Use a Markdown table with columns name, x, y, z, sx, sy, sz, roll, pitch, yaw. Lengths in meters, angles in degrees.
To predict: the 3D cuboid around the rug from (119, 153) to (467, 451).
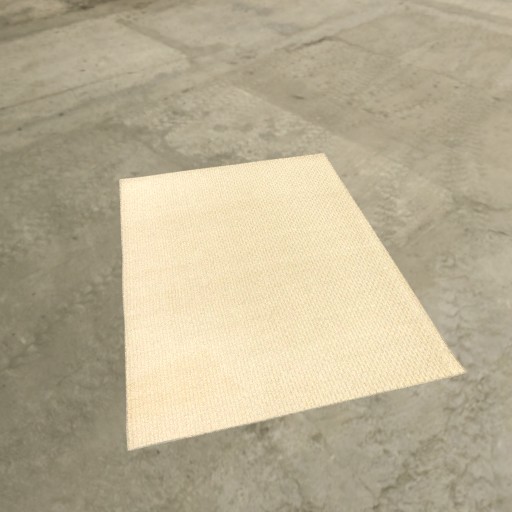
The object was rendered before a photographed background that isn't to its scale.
| name | x | y | z | sx | sy | sz | roll | pitch | yaw |
| --- | --- | --- | --- | --- | --- | --- | --- | --- | --- |
| rug | 0.000 | 0.000 | 3.846 | 2.277 | 0.035 | 2.897 | -9 | 46 | -9 |
